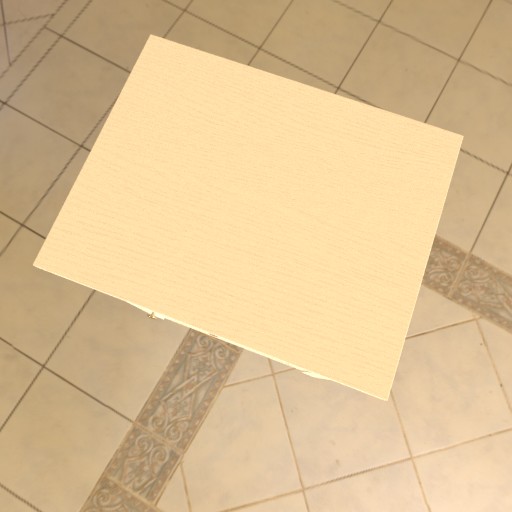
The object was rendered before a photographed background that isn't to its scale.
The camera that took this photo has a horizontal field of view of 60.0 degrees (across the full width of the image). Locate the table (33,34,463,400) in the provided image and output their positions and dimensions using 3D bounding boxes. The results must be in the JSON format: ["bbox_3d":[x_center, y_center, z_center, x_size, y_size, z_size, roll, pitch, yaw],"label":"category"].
[{"bbox_3d":[0.000,0.000,0.907,0.480,0.635,0.381,20,77,5],"label":"table"}]
